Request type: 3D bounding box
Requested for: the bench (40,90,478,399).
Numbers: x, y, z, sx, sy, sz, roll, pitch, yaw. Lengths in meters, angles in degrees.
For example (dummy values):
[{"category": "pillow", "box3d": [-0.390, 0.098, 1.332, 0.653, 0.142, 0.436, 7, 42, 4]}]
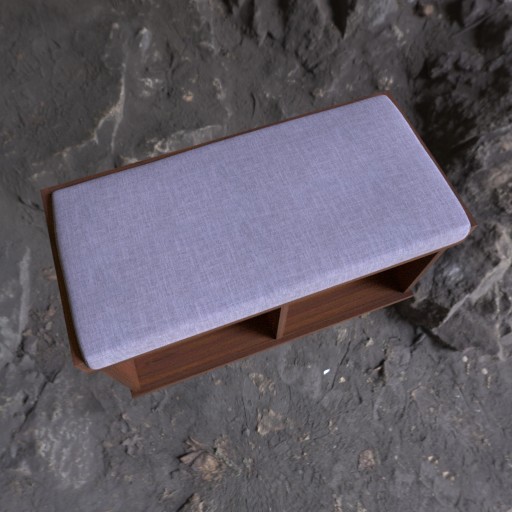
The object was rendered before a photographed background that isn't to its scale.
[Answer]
[{"category": "bench", "box3d": [0.000, 0.000, 0.999, 0.734, 0.461, 0.362, -18, 66, -9]}]
